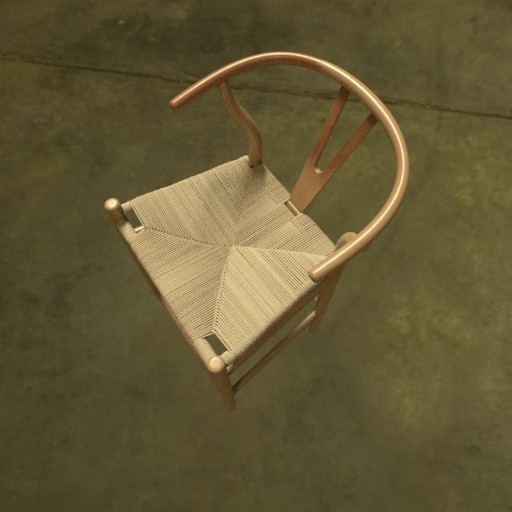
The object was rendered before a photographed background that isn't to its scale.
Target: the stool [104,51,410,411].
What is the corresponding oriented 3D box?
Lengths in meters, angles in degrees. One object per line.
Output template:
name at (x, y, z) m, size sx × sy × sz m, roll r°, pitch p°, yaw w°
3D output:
stool at (0.000, 0.000, 1.257) m, size 0.575 × 0.923 × 0.536 m, roll -32°, pitch 68°, yaw -15°
